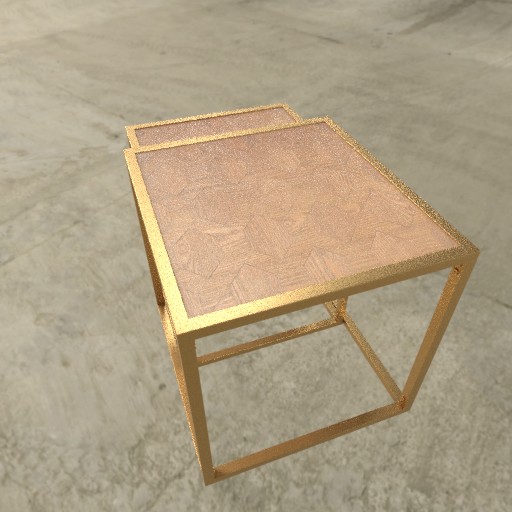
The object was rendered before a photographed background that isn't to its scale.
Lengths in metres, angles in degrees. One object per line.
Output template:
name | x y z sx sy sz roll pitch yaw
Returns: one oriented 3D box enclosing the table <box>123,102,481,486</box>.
table | 0.000 0.000 1.090 0.505 0.505 0.762 -14 43 -15
